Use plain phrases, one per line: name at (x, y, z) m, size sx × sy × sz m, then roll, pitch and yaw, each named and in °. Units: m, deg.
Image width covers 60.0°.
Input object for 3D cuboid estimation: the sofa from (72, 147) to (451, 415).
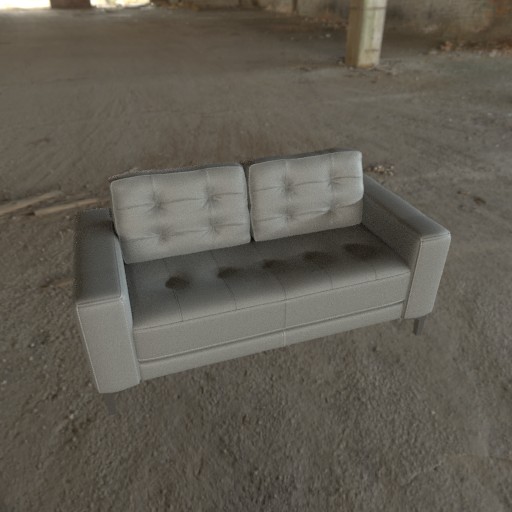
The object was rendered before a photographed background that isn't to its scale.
sofa at (0.000, 0.000, 2.277) m, size 1.726 × 0.893 × 0.833 m, roll -10°, pitch 33°, yaw -16°
